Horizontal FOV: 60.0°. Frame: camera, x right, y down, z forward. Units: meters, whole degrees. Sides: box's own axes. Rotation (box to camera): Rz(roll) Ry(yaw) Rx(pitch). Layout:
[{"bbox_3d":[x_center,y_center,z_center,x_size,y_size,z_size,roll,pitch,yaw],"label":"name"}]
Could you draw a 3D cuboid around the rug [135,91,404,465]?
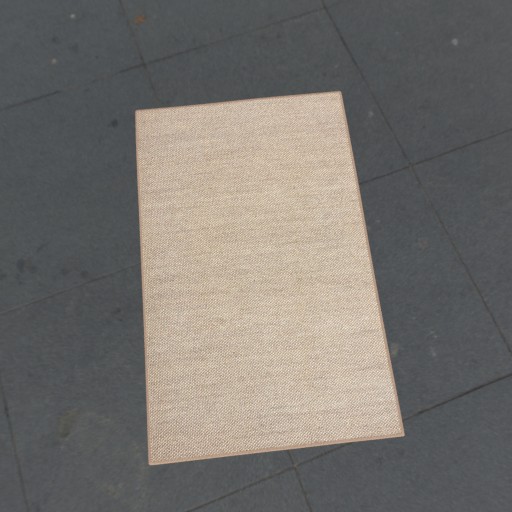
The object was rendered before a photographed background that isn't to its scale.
[{"bbox_3d":[0.000,0.000,2.042,1.061,0.012,1.668,-6,74,-2],"label":"rug"}]
